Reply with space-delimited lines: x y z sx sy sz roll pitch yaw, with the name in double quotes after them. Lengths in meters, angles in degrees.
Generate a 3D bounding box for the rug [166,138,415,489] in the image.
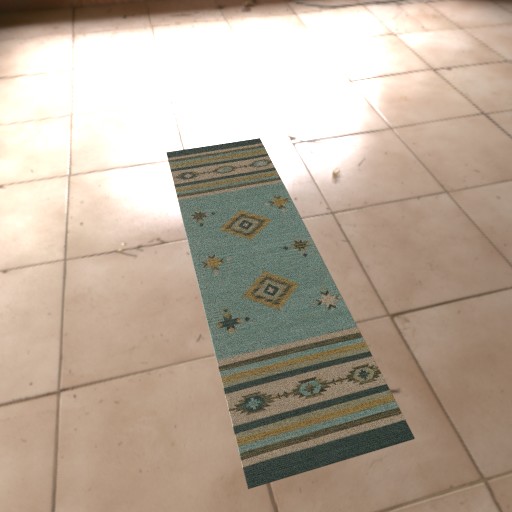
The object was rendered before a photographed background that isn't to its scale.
0.000 0.000 2.645 0.744 0.010 2.441 -11 48 -10 "rug"
